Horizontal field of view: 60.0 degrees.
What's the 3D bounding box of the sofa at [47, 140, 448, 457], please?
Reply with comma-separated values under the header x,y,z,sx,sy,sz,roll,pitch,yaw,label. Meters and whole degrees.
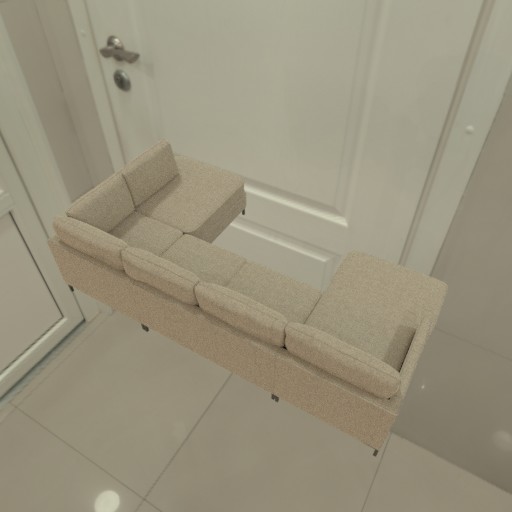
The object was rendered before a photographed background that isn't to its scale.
x,y,z,sx,sy,sz,roll,pitch,yaw,label
0.000,0.000,4.296,3.423,0.996,2.021,23,49,21,sofa
